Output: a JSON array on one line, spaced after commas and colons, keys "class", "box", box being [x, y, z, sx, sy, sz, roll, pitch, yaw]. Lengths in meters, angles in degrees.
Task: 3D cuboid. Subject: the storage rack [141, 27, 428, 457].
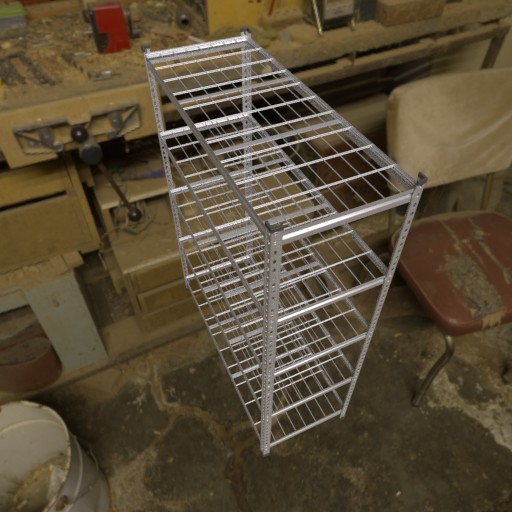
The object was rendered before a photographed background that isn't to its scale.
[{"class": "storage rack", "box": [0.000, 0.000, 2.633, 0.610, 1.981, 1.524, -19, 50, -17]}]
